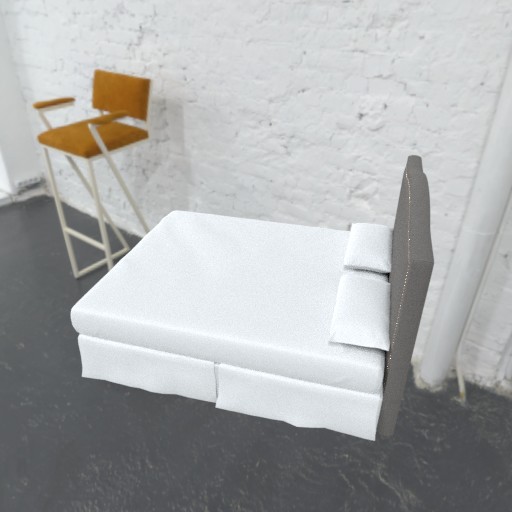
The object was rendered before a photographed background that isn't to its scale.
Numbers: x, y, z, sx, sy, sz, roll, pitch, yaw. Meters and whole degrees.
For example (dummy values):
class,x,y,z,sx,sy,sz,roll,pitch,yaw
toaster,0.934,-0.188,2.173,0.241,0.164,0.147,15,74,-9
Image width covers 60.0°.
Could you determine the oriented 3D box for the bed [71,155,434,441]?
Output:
class,x,y,z,sx,sy,sz,roll,pitch,yaw
bed,0.000,0.000,3.441,2.282,1.436,1.821,8,32,13
